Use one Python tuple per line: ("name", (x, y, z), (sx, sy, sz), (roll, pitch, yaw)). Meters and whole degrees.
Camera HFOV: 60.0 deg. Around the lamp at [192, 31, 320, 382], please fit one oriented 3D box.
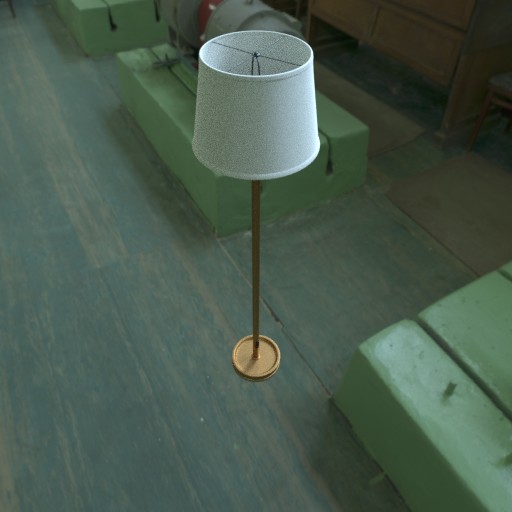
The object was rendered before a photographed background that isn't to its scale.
("lamp", (0.000, 0.000, 0.789), (0.178, 0.710, 0.178), (0, 46, 0))
